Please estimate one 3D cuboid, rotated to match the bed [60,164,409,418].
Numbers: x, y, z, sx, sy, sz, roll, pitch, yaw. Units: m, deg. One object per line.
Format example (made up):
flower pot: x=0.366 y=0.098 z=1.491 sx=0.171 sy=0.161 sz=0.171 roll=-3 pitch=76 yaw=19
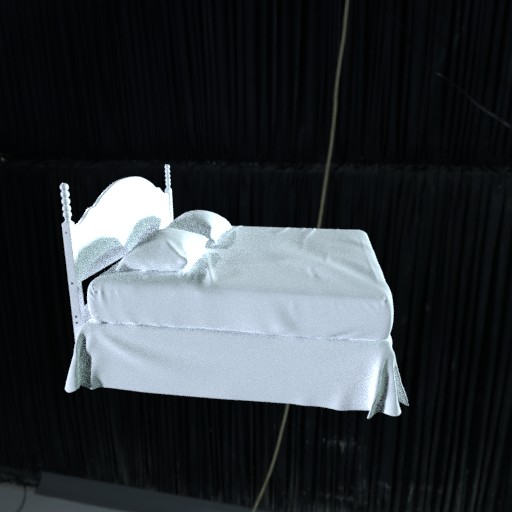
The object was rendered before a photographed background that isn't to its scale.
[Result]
bed: x=0.000 y=0.000 z=3.677 sx=2.219 sy=1.355 sz=2.322 roll=2 pitch=15 yaw=9
